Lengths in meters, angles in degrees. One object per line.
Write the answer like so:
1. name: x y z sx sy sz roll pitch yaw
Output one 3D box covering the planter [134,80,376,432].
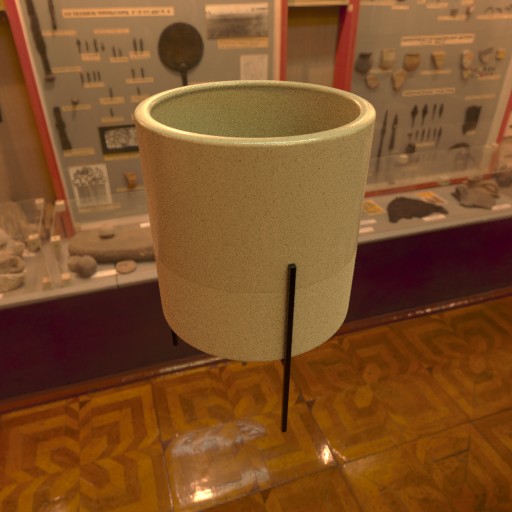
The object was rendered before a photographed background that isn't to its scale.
1. planter: 0.000 0.000 0.713 0.314 0.475 0.323 -9 34 -14
